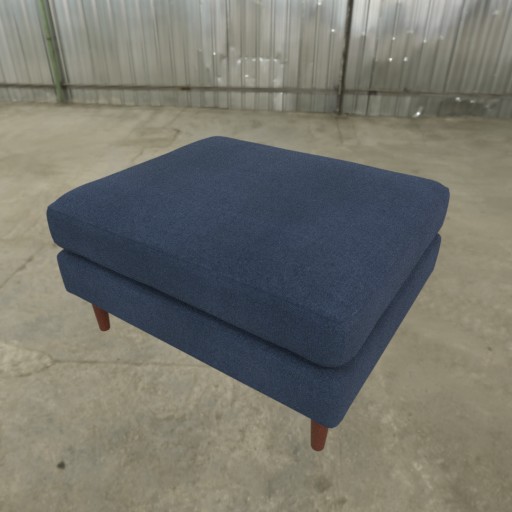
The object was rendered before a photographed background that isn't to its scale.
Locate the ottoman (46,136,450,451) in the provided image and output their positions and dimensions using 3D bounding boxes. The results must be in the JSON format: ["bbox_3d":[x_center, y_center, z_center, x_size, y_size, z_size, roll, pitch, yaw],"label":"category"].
[{"bbox_3d":[0.000,0.000,1.222,0.821,0.474,0.693,19,36,29],"label":"ottoman"}]
